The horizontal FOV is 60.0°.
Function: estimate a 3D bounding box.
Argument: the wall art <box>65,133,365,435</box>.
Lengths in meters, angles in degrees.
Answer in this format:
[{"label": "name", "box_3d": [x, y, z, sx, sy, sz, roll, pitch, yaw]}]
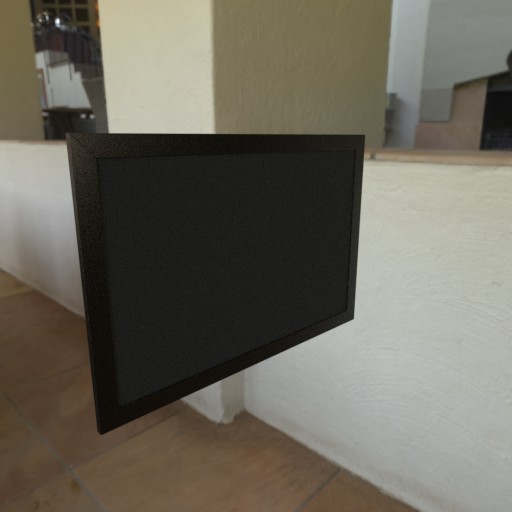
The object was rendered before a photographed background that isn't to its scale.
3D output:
[{"label": "wall art", "box_3d": [0.000, 0.000, 0.843, 0.660, 0.447, 0.013, -14, 20, -41]}]
